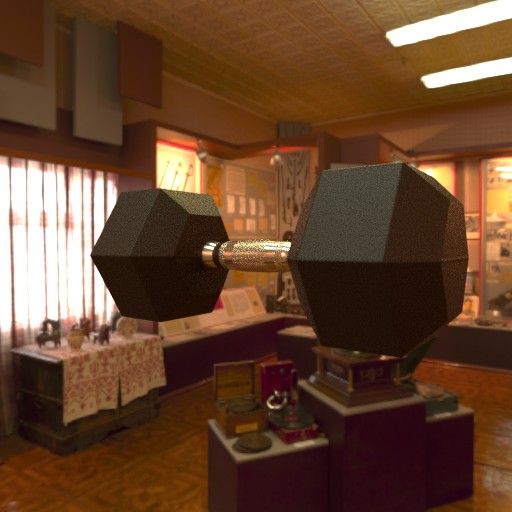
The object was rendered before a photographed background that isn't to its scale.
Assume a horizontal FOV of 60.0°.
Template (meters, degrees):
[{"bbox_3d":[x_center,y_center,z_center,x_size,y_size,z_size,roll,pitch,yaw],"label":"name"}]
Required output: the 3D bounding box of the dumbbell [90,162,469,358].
[{"bbox_3d":[0.000,0.000,0.429,0.361,0.137,0.157,1,2,36],"label":"dumbbell"}]
